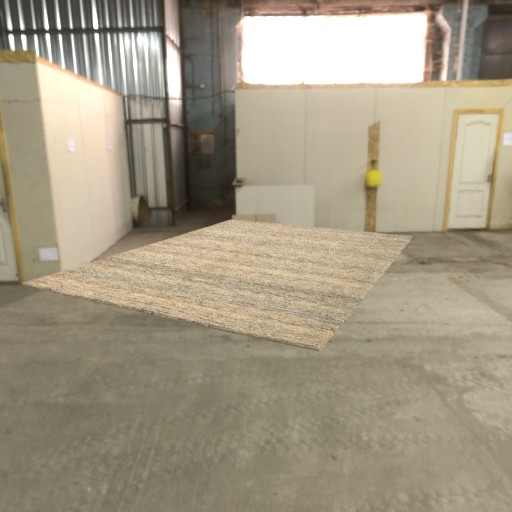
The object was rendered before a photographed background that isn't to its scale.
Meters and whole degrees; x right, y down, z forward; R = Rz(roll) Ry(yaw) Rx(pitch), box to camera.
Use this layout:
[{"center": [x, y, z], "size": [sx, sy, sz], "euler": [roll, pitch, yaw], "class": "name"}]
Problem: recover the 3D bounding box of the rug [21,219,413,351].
[{"center": [0.000, 0.000, 4.252], "size": [2.414, 0.036, 3.199], "euler": [8, 17, 26], "class": "rug"}]
